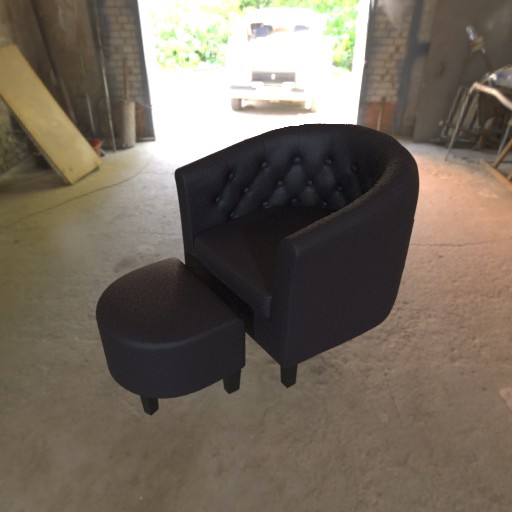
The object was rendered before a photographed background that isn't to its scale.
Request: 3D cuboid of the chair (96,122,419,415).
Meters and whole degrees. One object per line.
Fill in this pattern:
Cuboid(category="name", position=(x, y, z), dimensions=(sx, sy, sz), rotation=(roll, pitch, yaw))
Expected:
Cuboid(category="chair", position=(0.000, 0.000, 1.639), dimensions=(1.191, 0.760, 0.763), rotation=(-21, 38, -30))
